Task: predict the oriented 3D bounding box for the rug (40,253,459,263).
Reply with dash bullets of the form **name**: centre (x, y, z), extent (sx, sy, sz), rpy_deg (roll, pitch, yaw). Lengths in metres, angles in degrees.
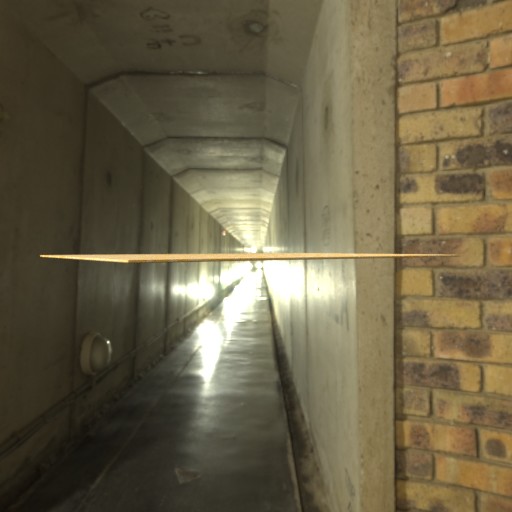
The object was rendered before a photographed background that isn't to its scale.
- **rug**: centre (0.000, 0.000, 2.300), extent (1.829, 0.010, 1.213), rpy_deg (-1, 1, -37)
